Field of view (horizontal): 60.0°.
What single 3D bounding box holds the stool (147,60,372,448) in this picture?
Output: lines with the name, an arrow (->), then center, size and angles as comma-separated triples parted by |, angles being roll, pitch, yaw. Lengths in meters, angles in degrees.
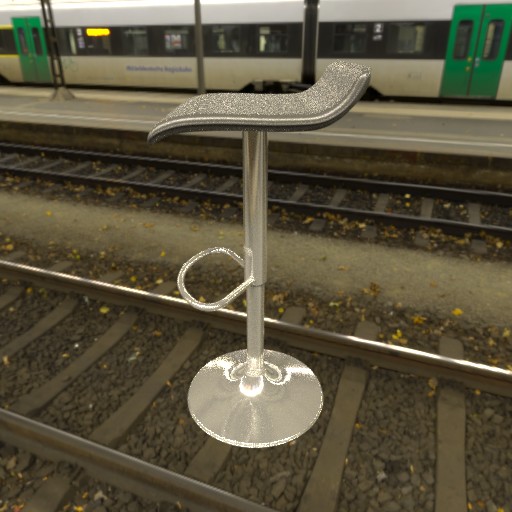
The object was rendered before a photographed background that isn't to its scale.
stool -> 0.000, 0.000, 1.063 | 0.381, 0.851, 0.381 | 0, 26, 0
